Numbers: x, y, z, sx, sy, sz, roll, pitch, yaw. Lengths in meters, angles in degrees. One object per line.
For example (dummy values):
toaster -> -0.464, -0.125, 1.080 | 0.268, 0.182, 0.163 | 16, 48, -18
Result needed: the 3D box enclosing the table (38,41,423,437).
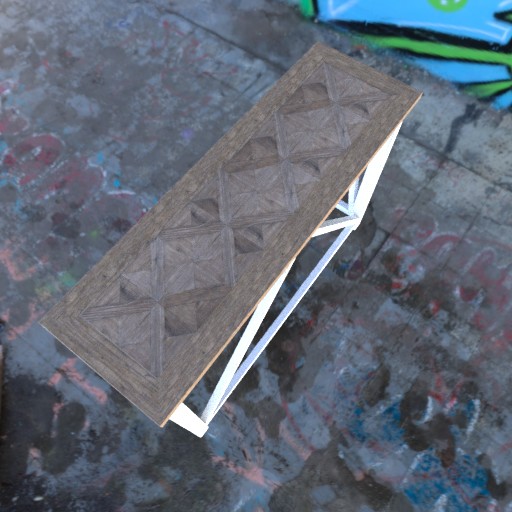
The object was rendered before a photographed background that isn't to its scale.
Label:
table -> 0.000, 0.000, 1.820 | 0.450, 0.930, 1.400 | 34, 69, 15
